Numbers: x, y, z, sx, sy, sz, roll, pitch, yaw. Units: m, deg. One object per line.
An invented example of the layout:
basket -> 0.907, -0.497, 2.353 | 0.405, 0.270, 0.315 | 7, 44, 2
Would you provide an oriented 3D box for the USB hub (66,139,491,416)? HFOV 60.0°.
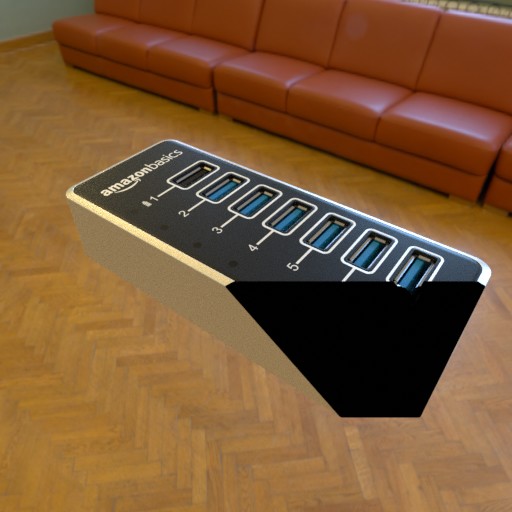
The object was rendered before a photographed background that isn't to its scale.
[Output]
USB hub -> 0.000, 0.000, 0.124 | 0.110, 0.023, 0.044 | 27, 48, 27
